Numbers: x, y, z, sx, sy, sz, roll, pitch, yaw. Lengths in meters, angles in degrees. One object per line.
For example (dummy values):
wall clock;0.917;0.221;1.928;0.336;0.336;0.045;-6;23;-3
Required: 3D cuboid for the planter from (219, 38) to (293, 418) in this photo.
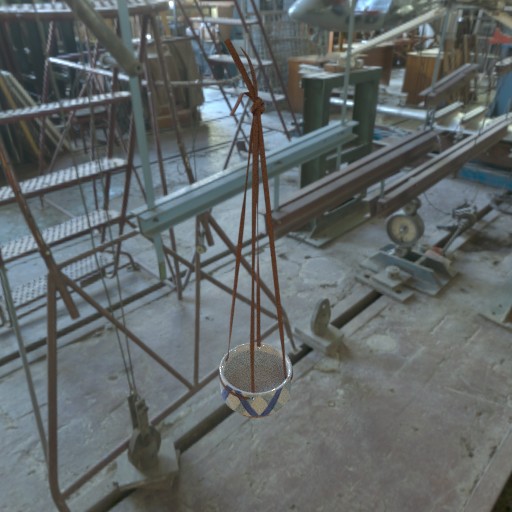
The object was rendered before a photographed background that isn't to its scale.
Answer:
planter;0.000;0.000;0.843;0.166;0.751;0.166;0;31;-1
